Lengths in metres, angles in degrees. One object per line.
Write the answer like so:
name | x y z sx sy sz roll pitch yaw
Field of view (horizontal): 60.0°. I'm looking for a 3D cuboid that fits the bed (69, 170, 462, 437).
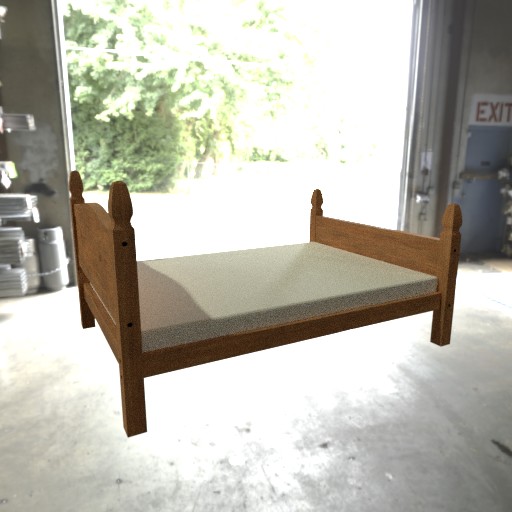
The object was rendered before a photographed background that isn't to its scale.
bed | 0.000 0.000 2.917 2.069 1.100 1.490 -7 14 -28
